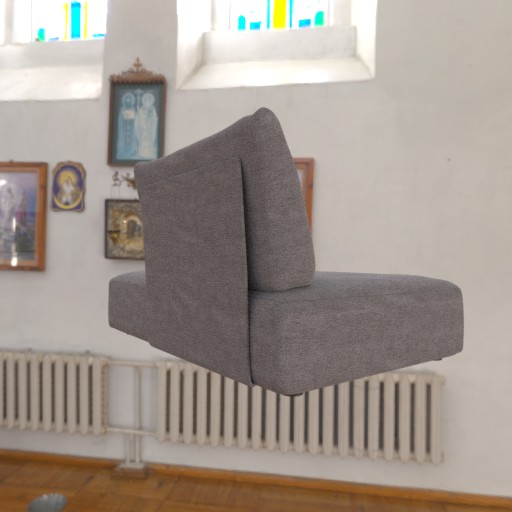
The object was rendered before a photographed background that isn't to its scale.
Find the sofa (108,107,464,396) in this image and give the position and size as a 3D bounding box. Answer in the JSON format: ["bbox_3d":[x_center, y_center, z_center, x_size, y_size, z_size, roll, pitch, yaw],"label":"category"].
[{"bbox_3d":[0.000,0.000,2.028,1.002,0.820,1.450,0,0,-36],"label":"sofa"}]
